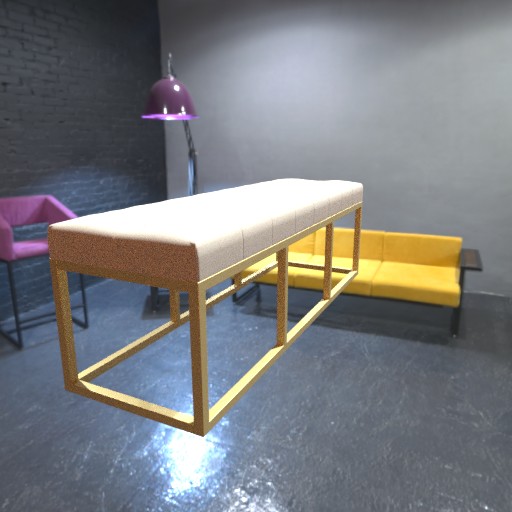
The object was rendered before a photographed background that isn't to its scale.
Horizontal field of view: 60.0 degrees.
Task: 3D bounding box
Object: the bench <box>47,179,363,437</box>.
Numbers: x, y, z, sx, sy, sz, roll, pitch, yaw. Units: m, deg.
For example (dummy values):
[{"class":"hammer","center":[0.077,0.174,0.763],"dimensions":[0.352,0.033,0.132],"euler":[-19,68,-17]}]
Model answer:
[{"class":"bench","center":[0.000,0.000,1.709],"dimensions":[0.457,0.484,1.473],"euler":[7,16,26]}]
